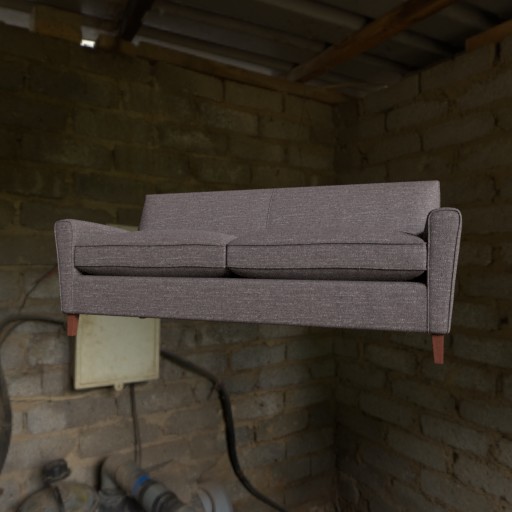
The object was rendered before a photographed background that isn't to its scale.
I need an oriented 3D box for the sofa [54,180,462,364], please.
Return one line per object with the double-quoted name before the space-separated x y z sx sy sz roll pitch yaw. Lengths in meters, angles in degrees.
"sofa" 0.000 0.000 2.428 1.976 0.846 0.875 0 0 19
